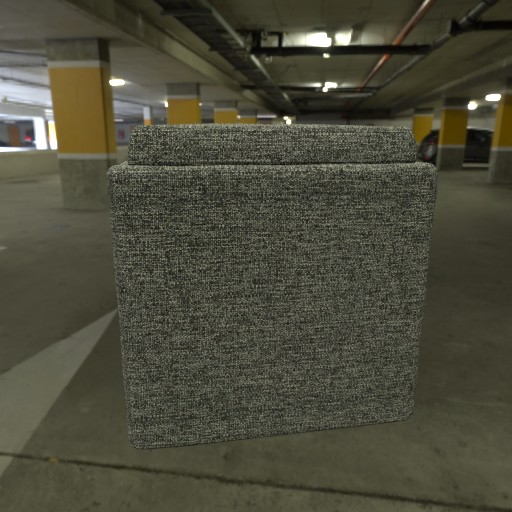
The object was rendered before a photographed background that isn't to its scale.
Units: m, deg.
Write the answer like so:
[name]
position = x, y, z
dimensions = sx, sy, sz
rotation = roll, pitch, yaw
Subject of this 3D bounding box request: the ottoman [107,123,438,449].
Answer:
[ottoman]
position = 0.000, 0.000, 0.819
dimensions = 0.450, 0.463, 0.450
rotation = -3, 15, -10
